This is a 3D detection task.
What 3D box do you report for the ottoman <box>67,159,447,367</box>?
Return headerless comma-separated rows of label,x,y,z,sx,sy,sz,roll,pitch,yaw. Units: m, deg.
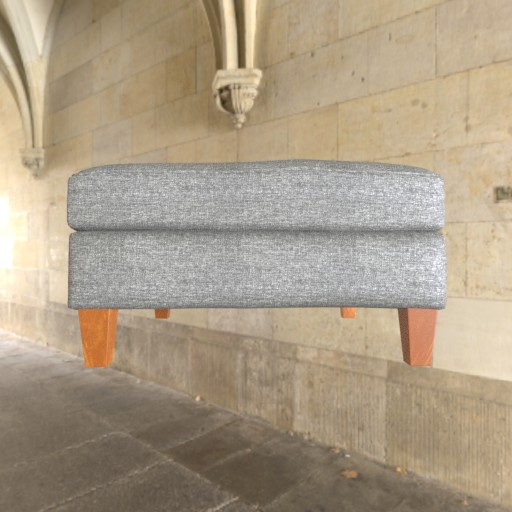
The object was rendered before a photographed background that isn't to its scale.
ottoman,0.000,0.000,1.353,0.838,0.481,0.838,0,0,-1
